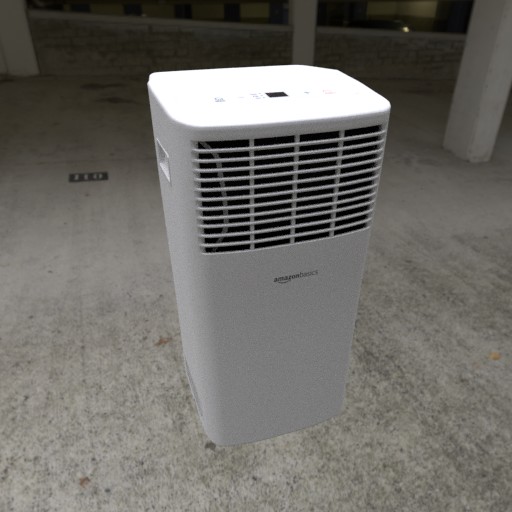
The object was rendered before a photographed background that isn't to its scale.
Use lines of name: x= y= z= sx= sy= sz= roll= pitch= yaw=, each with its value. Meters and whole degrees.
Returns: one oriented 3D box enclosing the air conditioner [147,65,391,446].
air conditioner: x=0.000 y=0.000 z=0.804 sx=0.304 sy=0.606 sz=0.349 roll=-10 pitch=33 yaw=-15
